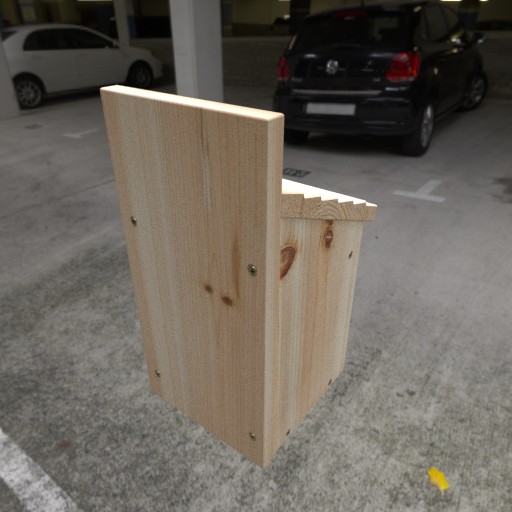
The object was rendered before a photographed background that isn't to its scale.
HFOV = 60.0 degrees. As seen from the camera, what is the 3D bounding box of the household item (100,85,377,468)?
[{"bbox_3d":[0.000,0.000,0.406,0.149,0.300,0.171,21,37,32],"label":"household item"}]
